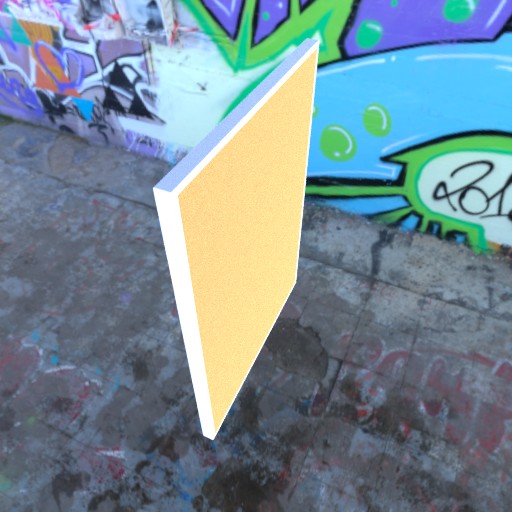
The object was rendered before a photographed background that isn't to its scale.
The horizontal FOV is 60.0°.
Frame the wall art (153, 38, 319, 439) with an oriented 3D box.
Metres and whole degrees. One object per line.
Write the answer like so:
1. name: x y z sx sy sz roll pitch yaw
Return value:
1. wall art: 0.000 0.000 1.623 0.046 1.221 0.914 18 48 17
